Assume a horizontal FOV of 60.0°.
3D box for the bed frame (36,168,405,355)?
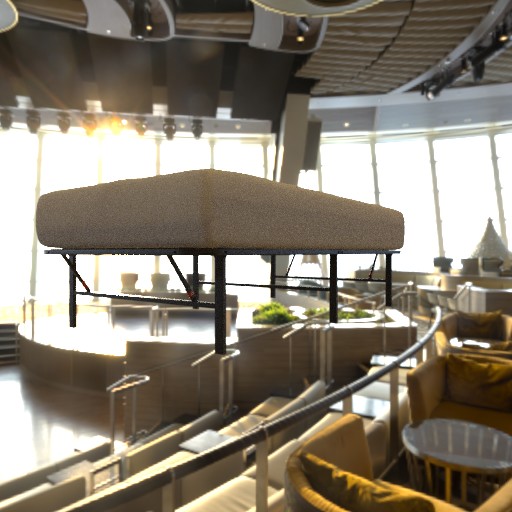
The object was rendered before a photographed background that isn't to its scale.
[{"bbox_3d":[0.000,0.000,2.394,1.025,0.640,1.908,0,1,36],"label":"bed frame"}]
